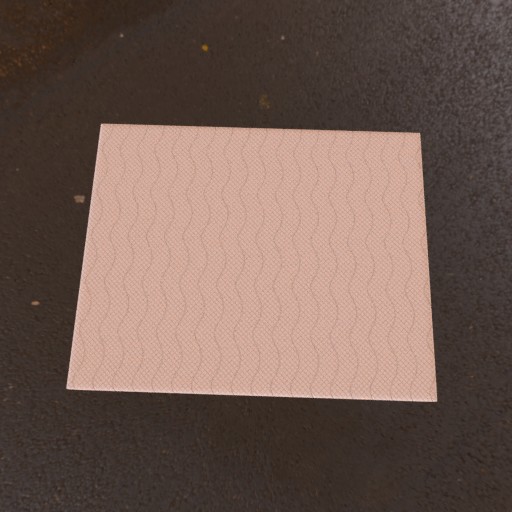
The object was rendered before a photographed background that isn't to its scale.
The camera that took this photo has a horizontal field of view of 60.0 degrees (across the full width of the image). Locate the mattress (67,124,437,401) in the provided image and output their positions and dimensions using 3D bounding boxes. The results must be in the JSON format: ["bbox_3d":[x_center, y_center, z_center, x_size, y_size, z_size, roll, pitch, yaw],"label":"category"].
[{"bbox_3d":[0.000,0.000,2.675,2.000,0.230,1.600,2,76,0],"label":"mattress"}]
